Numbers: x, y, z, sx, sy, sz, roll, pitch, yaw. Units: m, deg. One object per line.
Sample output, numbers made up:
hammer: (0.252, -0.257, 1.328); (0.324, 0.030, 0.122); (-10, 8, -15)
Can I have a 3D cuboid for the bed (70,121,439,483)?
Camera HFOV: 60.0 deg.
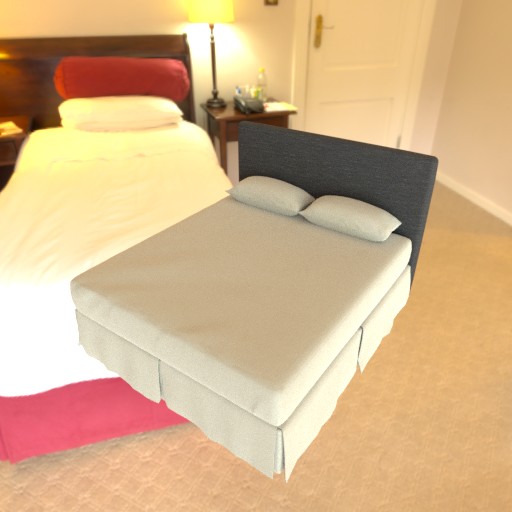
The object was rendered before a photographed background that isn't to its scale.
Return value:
bed: (0.000, 0.000, 3.308); (1.884, 1.330, 2.142); (20, 37, 30)
